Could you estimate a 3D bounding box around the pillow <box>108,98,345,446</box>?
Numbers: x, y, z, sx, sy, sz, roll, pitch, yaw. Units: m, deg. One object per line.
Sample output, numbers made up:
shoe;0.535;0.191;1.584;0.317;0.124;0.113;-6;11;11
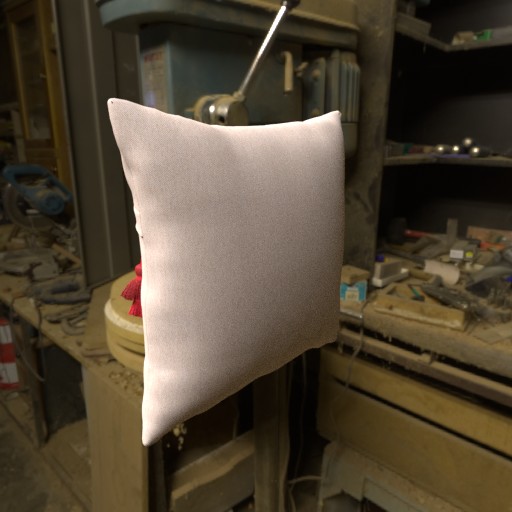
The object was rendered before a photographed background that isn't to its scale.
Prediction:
pillow;0.000;0.000;0.679;0.173;0.436;0.433;15;21;43
